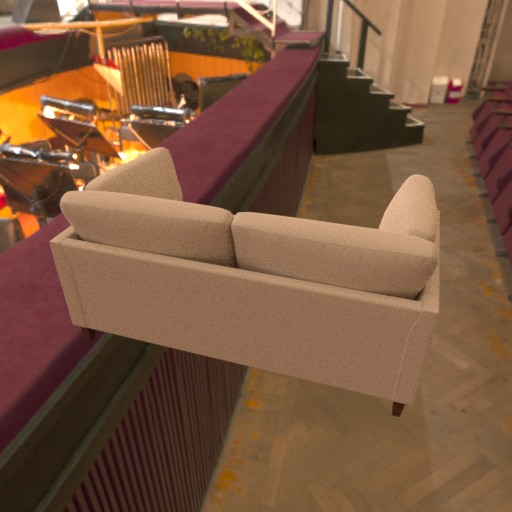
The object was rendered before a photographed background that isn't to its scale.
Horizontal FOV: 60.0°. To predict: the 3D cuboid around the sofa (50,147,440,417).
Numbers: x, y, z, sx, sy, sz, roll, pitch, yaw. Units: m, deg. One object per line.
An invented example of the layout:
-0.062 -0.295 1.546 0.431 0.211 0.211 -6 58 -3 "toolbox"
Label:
0.000 0.000 2.342 1.776 0.836 0.970 10 33 15 "sofa"
